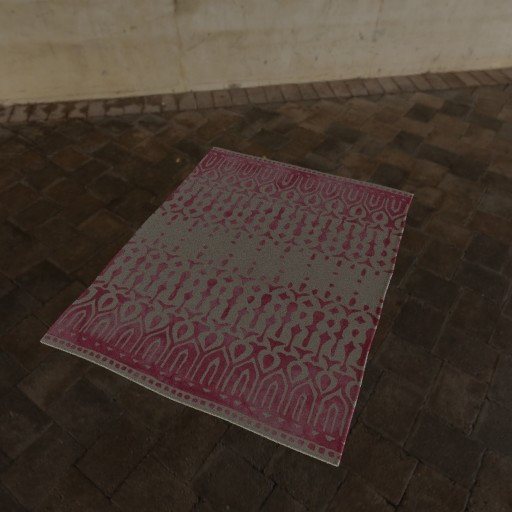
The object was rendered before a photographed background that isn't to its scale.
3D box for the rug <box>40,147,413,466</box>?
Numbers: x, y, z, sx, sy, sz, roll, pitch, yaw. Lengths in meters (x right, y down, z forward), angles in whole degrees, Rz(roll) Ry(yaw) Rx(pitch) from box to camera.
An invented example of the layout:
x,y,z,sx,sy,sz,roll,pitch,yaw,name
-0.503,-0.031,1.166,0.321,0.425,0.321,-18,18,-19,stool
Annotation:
x,y,z,sx,sy,sz,roll,pitch,yaw,name
0.000,0.000,4.156,2.441,0.016,3.095,17,48,16,rug
